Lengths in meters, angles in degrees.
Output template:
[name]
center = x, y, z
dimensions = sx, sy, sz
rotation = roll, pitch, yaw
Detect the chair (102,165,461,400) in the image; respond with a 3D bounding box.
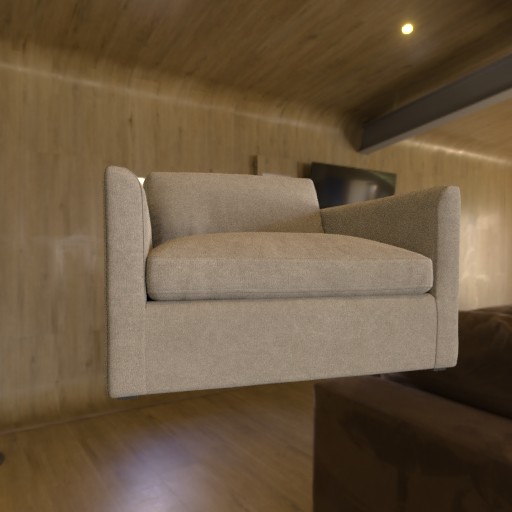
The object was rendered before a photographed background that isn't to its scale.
[chair]
center = 0.000, 0.000, 1.873
dimensions = 1.190, 0.845, 1.091
rotation = 0, 0, -17
